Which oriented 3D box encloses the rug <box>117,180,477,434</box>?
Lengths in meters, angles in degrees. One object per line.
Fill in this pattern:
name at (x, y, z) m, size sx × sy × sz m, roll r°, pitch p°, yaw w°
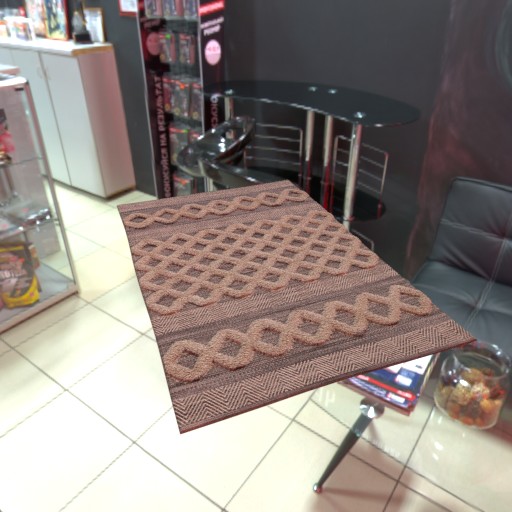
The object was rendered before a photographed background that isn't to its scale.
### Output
rug at (0.000, 0.000, 2.318) m, size 1.222 × 0.030 × 1.823 m, roll -11°, pitch 33°, yaw -18°
